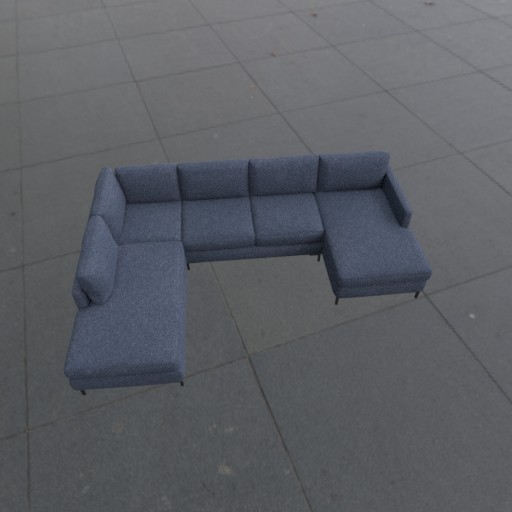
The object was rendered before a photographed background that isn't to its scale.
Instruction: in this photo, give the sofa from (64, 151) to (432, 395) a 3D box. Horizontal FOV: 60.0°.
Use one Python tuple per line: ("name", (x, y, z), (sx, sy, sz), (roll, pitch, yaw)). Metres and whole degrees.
("sofa", (0.000, 0.000, 3.882), (2.956, 0.813, 2.007), (-4, 47, -4))
